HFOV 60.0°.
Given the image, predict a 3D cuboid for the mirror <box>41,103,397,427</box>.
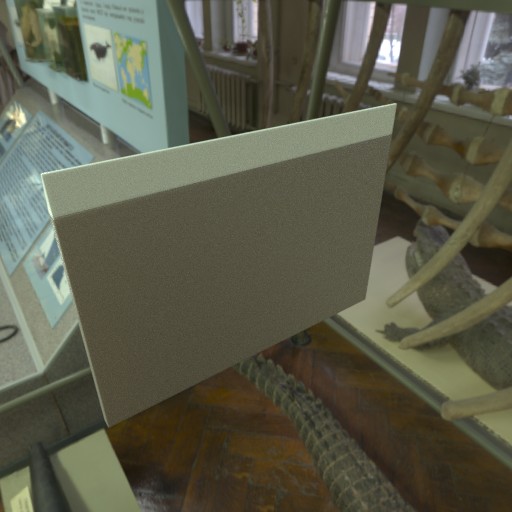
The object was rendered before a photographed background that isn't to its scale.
[{"bbox_3d":[0.000,0.000,1.104,0.870,0.630,0.030,-20,37,-29],"label":"mirror"}]
